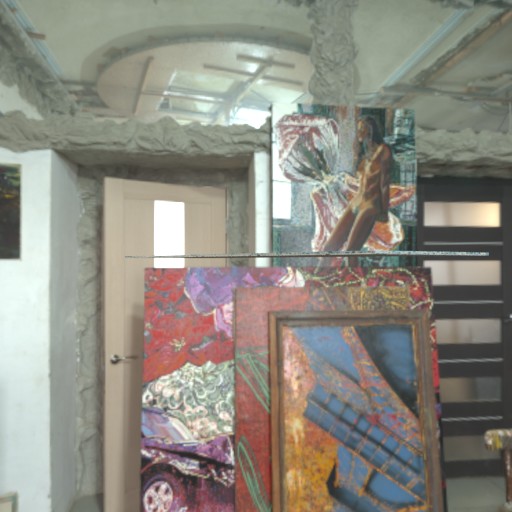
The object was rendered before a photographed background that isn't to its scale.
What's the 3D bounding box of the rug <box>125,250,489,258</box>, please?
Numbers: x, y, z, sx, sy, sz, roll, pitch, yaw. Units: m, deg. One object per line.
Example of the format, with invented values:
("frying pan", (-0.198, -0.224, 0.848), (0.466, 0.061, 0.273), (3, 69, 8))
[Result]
("rug", (0.000, 0.000, 2.704), (0.770, 0.013, 2.434), (0, -1, -36))
